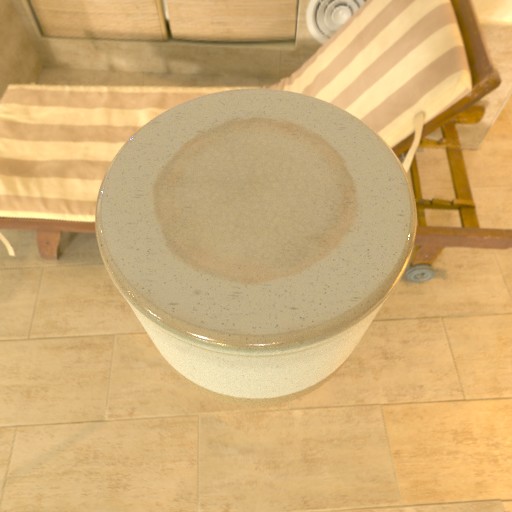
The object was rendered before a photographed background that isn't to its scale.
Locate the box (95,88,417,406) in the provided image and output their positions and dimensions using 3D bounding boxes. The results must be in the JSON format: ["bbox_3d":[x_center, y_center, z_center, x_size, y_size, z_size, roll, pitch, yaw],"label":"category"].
[{"bbox_3d":[0.000,0.000,0.263,0.154,0.123,0.154,0,59,0],"label":"box"}]
